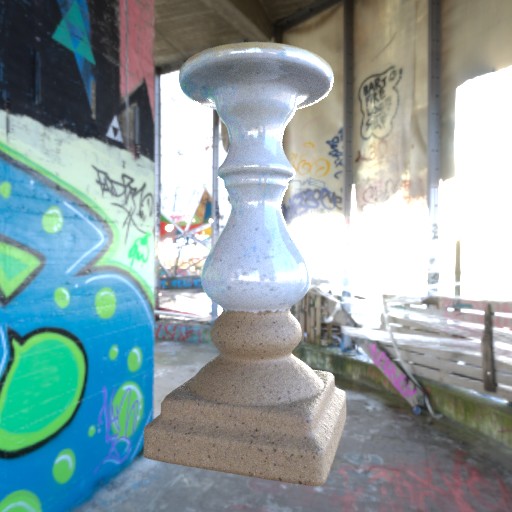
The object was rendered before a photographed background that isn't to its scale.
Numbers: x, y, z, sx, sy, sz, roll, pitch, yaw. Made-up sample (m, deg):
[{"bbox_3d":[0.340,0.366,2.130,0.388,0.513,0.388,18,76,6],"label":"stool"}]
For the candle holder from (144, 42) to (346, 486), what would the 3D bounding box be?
[{"bbox_3d":[0.000,0.000,0.296,0.110,0.239,0.110,0,1,18],"label":"candle holder"}]
